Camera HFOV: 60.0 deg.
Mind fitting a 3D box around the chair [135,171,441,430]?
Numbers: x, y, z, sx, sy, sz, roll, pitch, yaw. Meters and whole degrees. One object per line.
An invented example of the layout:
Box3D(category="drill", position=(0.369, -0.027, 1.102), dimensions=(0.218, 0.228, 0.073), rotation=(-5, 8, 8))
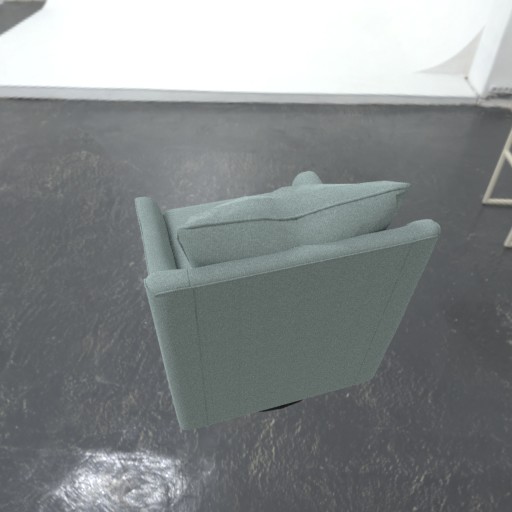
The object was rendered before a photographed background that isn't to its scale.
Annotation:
Box3D(category="chair", position=(0.000, 0.000, 1.573), dimensions=(0.760, 0.926, 0.870), rotation=(-11, 43, -12))
